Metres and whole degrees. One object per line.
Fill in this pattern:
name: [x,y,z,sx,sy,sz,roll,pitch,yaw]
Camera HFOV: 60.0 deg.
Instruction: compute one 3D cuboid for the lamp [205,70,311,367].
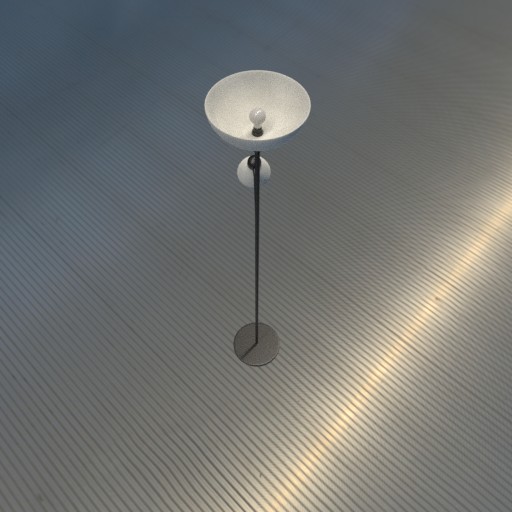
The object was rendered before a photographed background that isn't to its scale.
lamp: [0.000,0.000,1.955,0.279,1.804,0.442,-2,59,-1]
